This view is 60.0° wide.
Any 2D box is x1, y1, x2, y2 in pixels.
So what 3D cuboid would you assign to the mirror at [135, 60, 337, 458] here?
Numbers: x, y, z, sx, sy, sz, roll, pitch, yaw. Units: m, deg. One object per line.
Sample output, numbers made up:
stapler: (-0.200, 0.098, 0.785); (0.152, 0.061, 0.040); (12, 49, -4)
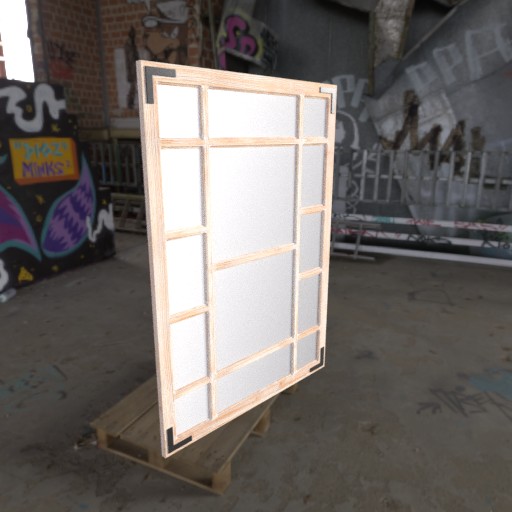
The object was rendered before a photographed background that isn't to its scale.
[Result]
mirror: (0.000, 0.000, 1.310); (0.705, 0.996, 0.025); (-14, 21, -43)
